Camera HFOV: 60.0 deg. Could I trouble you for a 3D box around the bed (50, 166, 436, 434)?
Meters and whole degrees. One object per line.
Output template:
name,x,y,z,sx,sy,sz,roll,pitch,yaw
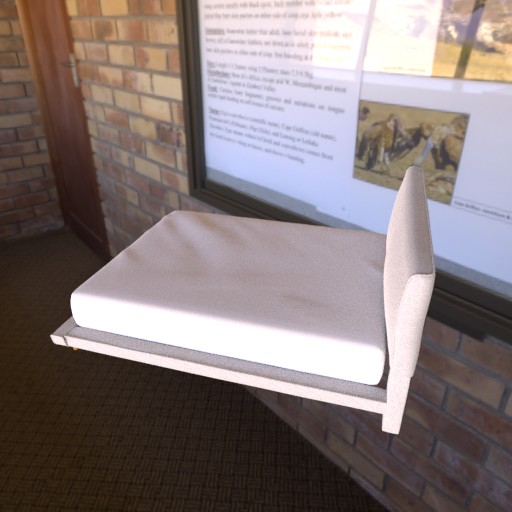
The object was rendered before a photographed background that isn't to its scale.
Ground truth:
bed,0.000,0.000,3.545,2.498,1.126,1.980,8,29,15
